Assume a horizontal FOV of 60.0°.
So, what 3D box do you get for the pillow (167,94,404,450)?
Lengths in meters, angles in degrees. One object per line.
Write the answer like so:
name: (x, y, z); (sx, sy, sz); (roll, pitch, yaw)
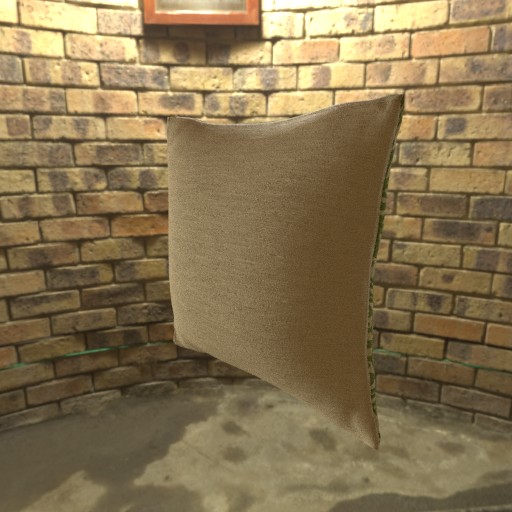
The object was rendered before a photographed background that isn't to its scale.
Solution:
pillow: (0.000, 0.000, 0.653); (0.162, 0.419, 0.440); (-13, 18, -43)
